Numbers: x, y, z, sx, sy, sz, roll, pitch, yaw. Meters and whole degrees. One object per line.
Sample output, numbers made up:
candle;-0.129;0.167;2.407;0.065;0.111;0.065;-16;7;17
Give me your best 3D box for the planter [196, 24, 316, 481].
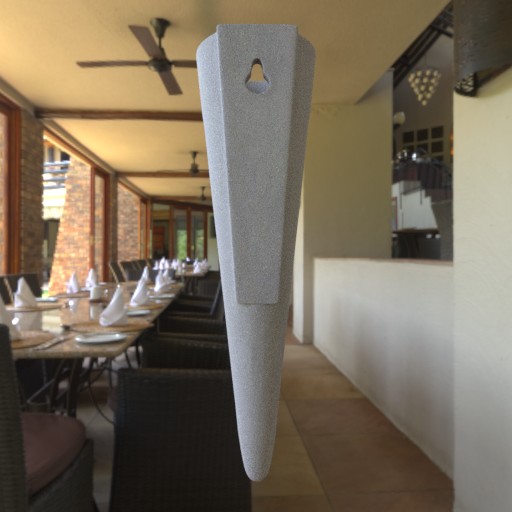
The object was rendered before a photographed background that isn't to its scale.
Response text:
planter;0.000;0.000;0.290;0.078;0.259;0.087;0;0;-1
